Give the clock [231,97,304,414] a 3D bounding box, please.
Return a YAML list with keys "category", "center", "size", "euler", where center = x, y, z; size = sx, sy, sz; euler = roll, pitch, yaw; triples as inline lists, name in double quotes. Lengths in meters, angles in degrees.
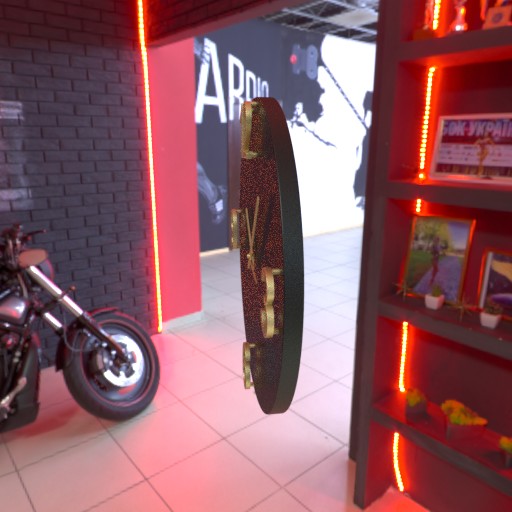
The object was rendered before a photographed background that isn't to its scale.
- category: "clock"
  center: [0.000, 0.000, 0.672]
  size: [0.038, 0.454, 0.454]
  euler: [-2, 15, -8]
